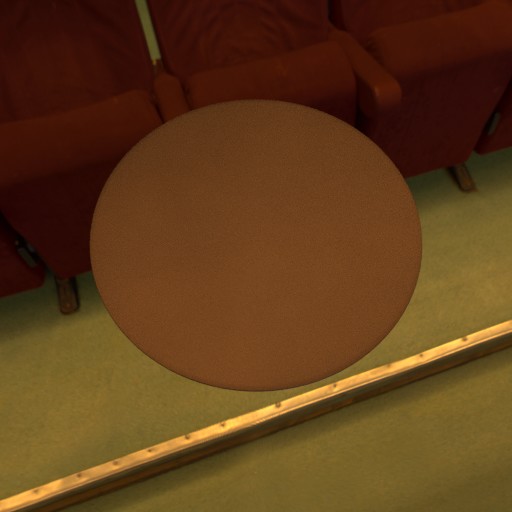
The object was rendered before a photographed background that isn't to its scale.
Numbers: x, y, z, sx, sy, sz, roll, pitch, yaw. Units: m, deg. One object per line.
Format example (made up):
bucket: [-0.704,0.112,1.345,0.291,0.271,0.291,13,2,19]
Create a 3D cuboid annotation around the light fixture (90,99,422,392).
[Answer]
light fixture: [0.000,0.000,0.437,0.280,0.135,0.280,0,64,0]
